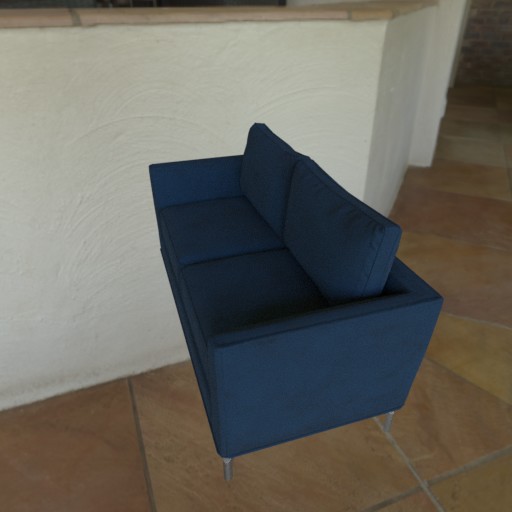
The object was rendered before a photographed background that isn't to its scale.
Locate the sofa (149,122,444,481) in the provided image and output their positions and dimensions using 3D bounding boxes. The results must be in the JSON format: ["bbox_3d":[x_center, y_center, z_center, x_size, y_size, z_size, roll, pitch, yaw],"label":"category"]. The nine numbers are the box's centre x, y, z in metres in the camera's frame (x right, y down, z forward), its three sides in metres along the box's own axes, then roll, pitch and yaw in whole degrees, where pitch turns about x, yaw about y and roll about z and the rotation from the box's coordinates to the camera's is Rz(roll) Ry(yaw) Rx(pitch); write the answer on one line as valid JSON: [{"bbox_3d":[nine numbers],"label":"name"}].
[{"bbox_3d":[0.000,0.000,2.297,0.853,1.002,1.770,-9,32,-15],"label":"sofa"}]
